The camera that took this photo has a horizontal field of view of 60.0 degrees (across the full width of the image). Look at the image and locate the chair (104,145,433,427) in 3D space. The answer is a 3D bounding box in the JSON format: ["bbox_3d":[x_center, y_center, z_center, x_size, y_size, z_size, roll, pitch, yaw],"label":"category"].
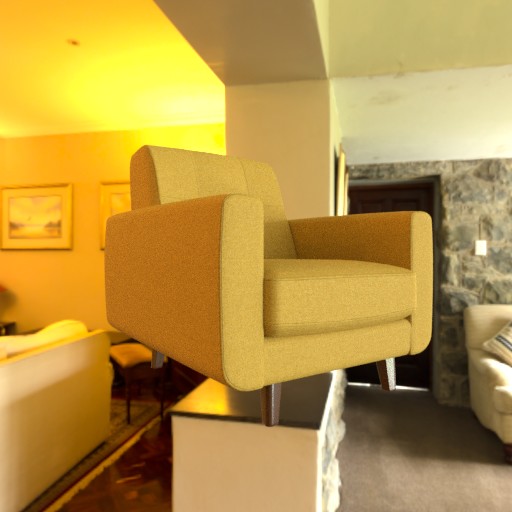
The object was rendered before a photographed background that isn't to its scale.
[{"bbox_3d":[0.000,0.000,1.562,0.831,0.841,0.909,0,0,-36],"label":"chair"}]
